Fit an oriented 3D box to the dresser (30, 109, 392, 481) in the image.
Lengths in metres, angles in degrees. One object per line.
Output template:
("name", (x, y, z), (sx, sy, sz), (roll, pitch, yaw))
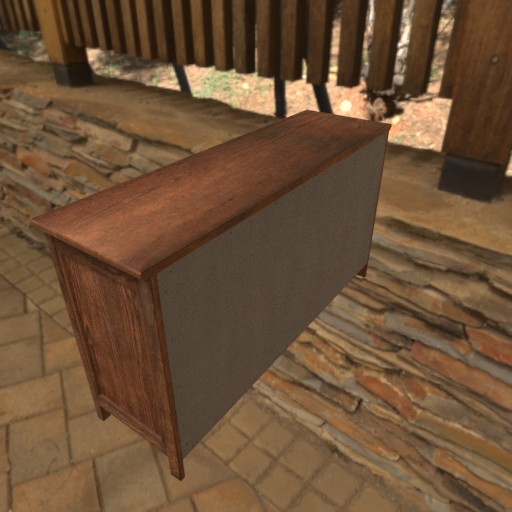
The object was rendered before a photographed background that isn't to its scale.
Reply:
("dresser", (0.000, 0.000, 1.891), (0.463, 0.856, 1.551), (21, 37, 30))
